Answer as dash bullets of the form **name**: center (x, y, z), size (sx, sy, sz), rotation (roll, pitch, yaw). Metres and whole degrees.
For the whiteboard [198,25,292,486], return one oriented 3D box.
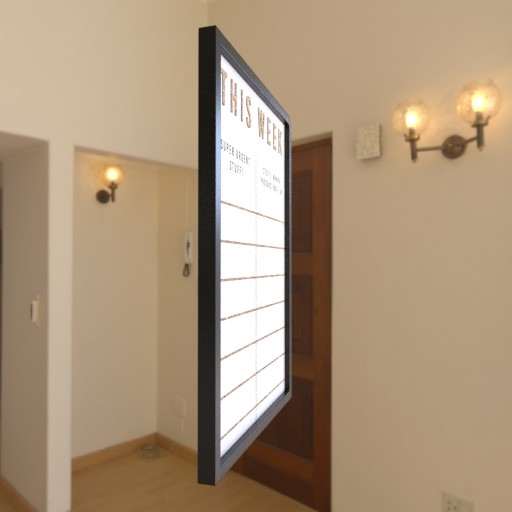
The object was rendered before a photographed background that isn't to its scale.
- **whiteboard**: center (0.000, 0.000, 0.781), size (0.026, 0.611, 0.406), rotation (0, -1, 19)
